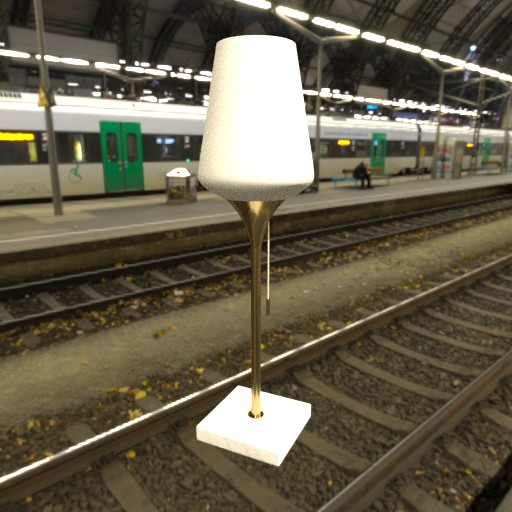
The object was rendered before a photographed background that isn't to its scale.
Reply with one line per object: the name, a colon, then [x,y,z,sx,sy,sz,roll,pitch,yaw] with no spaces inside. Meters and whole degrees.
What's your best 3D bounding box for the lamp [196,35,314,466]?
lamp: [0.000,0.000,0.727,0.181,0.639,0.181,6,15,25]
